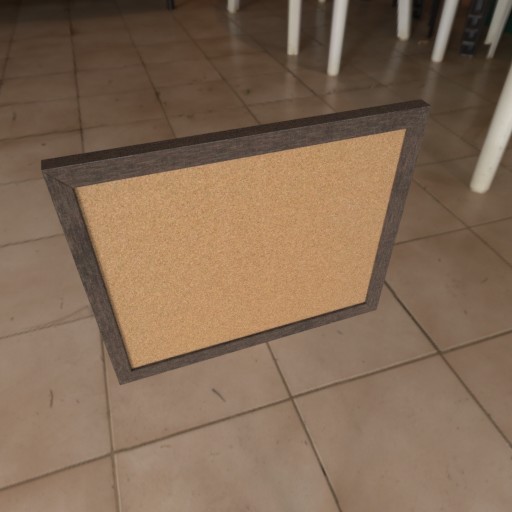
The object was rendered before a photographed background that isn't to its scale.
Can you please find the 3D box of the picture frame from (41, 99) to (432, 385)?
[{"bbox_3d":[0.000,0.000,0.750,0.546,0.455,0.026,-13,43,-15],"label":"picture frame"}]
